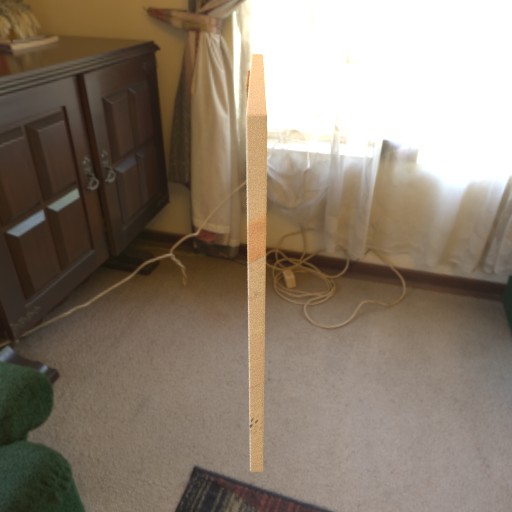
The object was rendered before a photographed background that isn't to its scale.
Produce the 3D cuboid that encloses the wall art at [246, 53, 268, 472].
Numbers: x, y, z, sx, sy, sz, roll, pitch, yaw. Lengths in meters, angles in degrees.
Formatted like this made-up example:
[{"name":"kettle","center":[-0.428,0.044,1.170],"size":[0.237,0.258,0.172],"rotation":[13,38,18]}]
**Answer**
[{"name":"wall art","center":[0.000,0.000,1.106],"size":[0.036,0.848,0.613],"rotation":[0,32,0]}]
